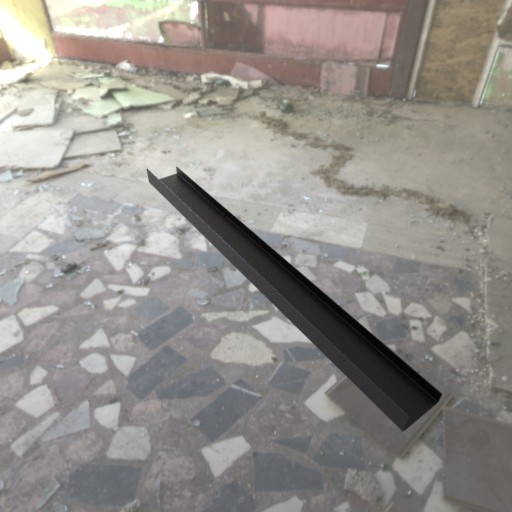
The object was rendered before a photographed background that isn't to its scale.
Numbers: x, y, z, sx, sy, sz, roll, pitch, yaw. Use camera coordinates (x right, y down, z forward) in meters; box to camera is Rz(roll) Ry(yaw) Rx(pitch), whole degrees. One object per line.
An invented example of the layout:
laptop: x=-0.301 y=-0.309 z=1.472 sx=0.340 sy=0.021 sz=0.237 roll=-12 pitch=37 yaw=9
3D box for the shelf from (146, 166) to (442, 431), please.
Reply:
shelf: x=0.000 y=0.000 z=0.993 sx=0.092 sy=0.049 sz=0.924 roll=-25 pitch=47 yaw=-26
